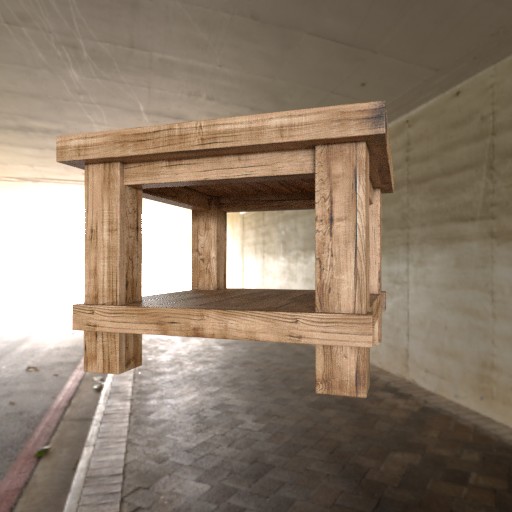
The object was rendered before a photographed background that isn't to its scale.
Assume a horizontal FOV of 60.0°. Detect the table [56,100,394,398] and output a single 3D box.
[{"bbox_3d":[0.000,0.000,1.045,0.610,0.457,0.610,0,-1,18],"label":"table"}]
